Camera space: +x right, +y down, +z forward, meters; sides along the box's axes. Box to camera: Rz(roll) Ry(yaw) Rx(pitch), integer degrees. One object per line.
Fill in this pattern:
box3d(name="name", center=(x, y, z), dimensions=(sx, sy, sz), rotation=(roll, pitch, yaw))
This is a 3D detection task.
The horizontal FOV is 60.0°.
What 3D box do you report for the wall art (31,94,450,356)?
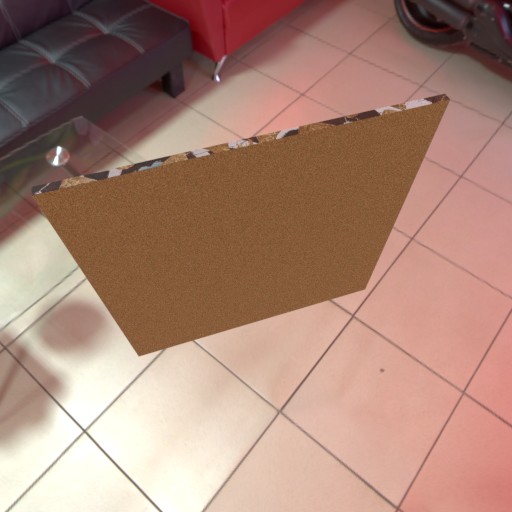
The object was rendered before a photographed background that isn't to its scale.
box3d(name="wall art", center=(0.000, 0.000, 0.584), dimensions=(0.404, 0.406, 0.010), rotation=(-15, 59, -9))
